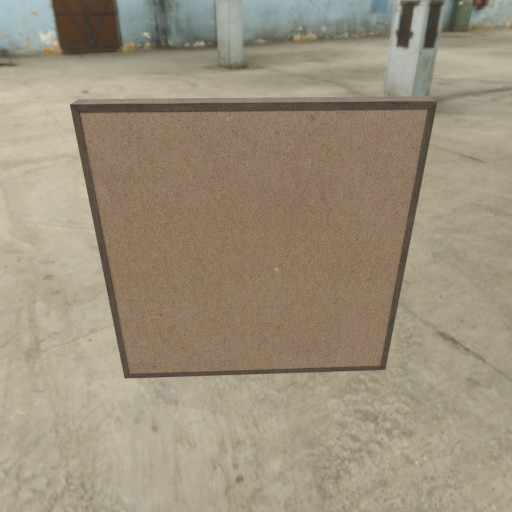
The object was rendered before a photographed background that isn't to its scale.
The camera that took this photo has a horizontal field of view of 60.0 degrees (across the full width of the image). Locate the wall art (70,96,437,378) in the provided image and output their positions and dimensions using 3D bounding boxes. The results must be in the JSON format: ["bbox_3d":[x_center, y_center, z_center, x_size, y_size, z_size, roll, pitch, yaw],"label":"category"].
[{"bbox_3d":[0.000,0.000,0.754,0.508,0.508,0.038,-1,30,-2],"label":"wall art"}]
